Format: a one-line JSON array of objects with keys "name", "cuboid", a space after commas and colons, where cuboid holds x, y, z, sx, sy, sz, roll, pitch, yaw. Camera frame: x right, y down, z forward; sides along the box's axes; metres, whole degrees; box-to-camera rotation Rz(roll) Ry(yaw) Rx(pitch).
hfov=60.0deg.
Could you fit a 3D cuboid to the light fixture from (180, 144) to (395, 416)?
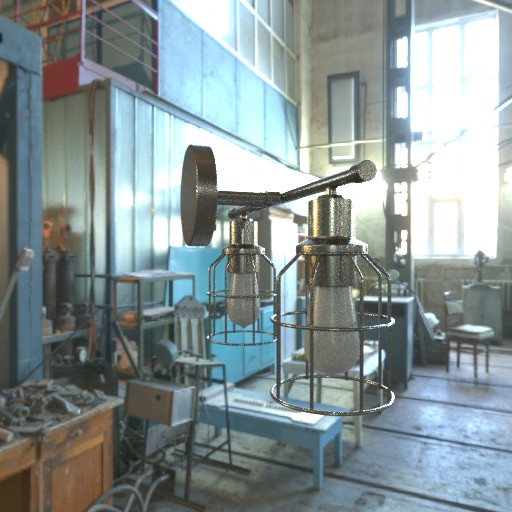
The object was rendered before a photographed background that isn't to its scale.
[{"name": "light fixture", "cuboid": [0.000, 0.000, 0.535, 0.165, 0.254, 0.406, 0, 0, -18]}]
